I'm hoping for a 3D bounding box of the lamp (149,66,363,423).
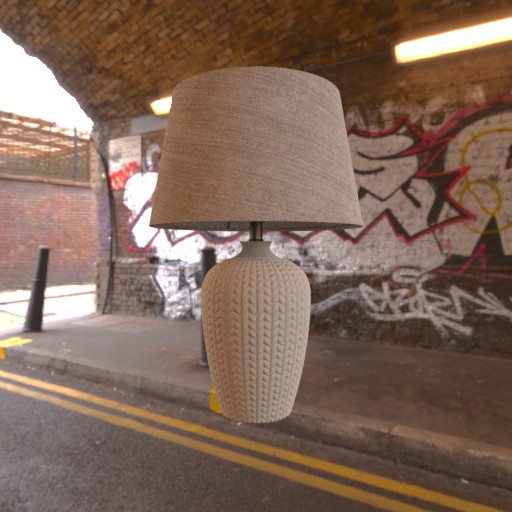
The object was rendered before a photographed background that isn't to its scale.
[{"bbox_3d":[0.000,0.000,0.830,0.390,0.580,0.390,0,1,0],"label":"lamp"}]
